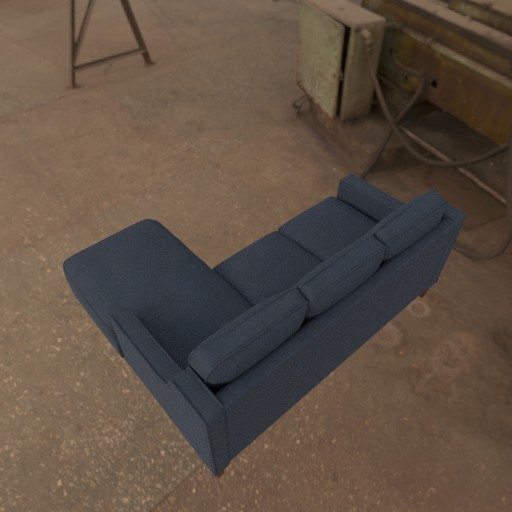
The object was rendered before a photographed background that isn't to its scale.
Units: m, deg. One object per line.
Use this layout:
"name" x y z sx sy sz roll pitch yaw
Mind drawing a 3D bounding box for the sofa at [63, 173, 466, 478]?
"sofa" 0.000 0.000 3.307 2.317 1.066 1.858 -32 54 -27
